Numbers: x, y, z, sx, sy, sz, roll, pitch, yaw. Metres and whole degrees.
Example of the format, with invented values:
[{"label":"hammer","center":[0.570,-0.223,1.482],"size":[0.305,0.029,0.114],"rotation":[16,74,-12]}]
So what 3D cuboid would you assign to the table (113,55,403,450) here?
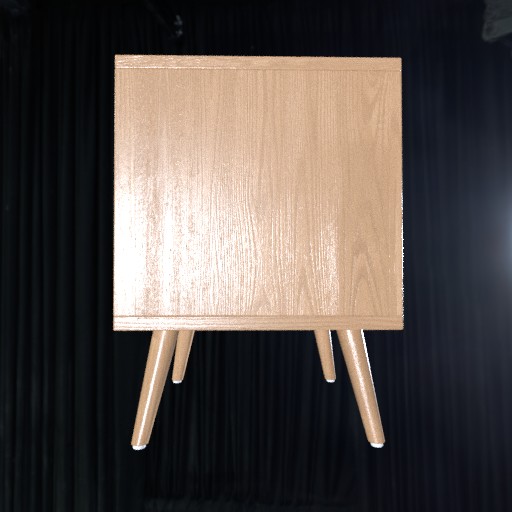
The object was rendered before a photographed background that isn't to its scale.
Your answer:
[{"label":"table","center":[0.000,0.000,0.813],"size":[0.400,0.550,0.400],"rotation":[0,-1,-1]}]
